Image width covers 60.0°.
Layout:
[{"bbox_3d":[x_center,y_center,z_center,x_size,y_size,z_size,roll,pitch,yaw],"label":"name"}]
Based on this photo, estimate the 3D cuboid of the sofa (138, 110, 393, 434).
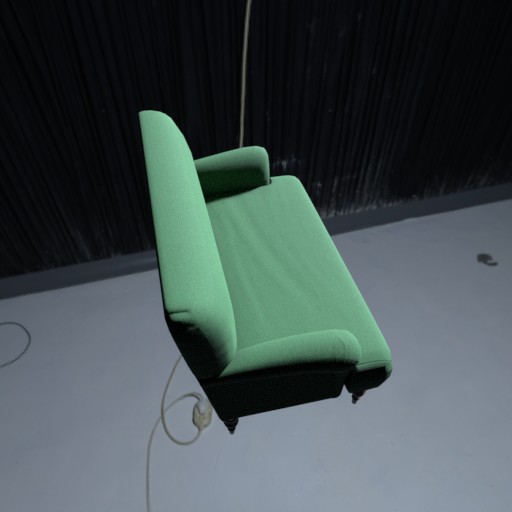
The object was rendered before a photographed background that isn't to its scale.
[{"bbox_3d":[0.000,0.000,1.911,0.779,0.889,1.297,-10,47,-10],"label":"sofa"}]
